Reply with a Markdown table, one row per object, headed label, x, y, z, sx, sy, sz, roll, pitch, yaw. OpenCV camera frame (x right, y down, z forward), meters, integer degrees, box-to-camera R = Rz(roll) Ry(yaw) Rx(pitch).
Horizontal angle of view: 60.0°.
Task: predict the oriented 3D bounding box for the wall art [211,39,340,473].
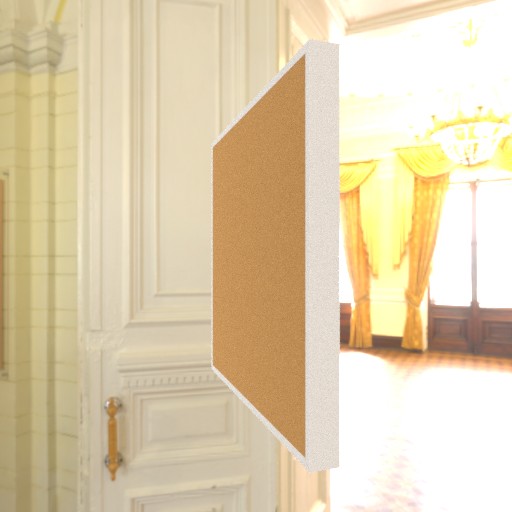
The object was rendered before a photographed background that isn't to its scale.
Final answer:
| label | x | y | z | sx | sy | sz | roll | pitch | yaw |
| --- | --- | --- | --- | --- | --- | --- | --- | --- | --- |
| wall art | 0.000 | 0.000 | 0.767 | 0.040 | 0.509 | 0.509 | 0 | 0 | -19 |
